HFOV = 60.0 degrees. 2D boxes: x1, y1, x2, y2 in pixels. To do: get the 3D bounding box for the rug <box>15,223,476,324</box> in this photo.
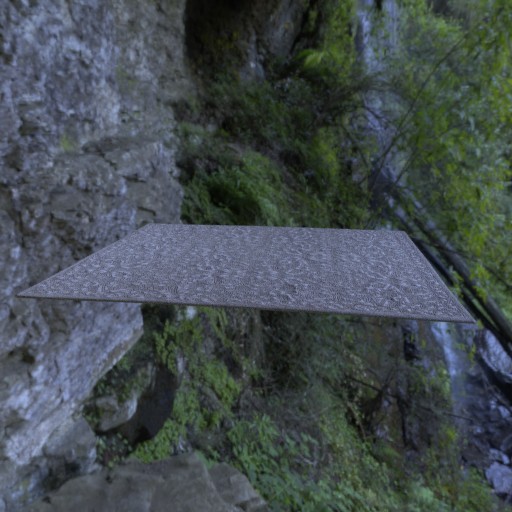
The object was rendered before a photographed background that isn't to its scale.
[{"bbox_3d":[0.000,0.000,4.018,3.017,0.035,2.472,2,16,8],"label":"rug"}]
